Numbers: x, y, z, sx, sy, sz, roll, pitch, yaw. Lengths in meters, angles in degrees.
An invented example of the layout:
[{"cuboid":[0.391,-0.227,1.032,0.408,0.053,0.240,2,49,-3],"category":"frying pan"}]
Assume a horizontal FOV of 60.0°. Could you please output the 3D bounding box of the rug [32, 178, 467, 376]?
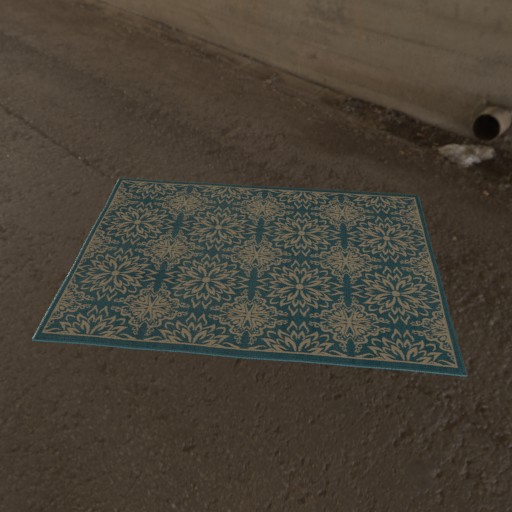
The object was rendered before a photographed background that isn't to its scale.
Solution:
[{"cuboid":[0.000,0.000,2.281,1.833,0.012,1.211,4,45,4],"category":"rug"}]
